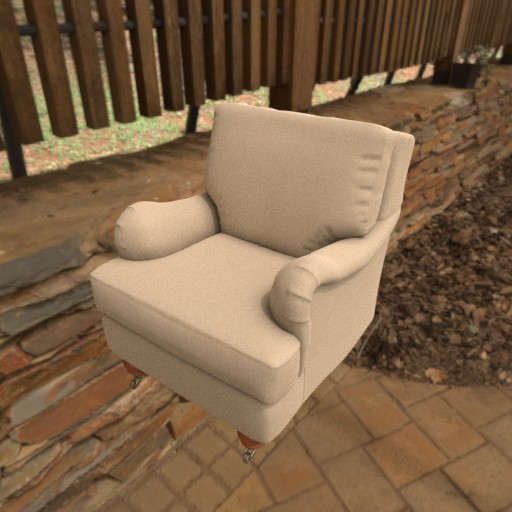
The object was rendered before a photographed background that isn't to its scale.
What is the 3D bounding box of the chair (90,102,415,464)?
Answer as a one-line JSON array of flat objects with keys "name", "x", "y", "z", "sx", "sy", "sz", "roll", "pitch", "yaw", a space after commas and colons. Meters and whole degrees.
[{"name": "chair", "x": 0.000, "y": 0.000, "z": 1.837, "sx": 0.895, "sy": 1.076, "sz": 1.078, "roll": 20, "pitch": 35, "yaw": 30}]
